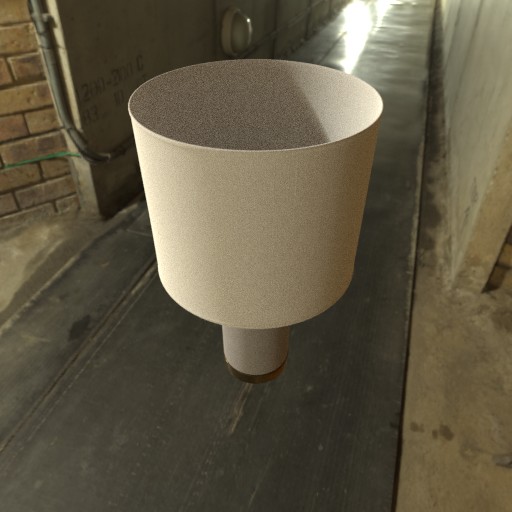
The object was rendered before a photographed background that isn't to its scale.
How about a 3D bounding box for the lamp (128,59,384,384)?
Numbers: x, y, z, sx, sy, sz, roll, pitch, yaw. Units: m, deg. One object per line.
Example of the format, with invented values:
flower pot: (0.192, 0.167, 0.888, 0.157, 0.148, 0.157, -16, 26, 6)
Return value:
lamp: (0.000, 0.000, 0.526, 0.229, 0.380, 0.229, 0, 39, 0)
